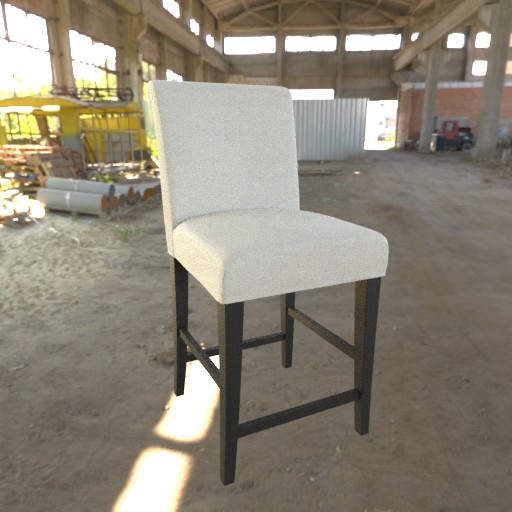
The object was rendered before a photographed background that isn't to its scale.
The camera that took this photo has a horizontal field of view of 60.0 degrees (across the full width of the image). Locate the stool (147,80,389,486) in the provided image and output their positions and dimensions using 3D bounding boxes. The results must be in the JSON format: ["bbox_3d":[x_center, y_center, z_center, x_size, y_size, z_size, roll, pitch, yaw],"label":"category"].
[{"bbox_3d":[0.000,0.000,1.275,0.452,0.976,0.597,-7,17,-25],"label":"stool"}]
